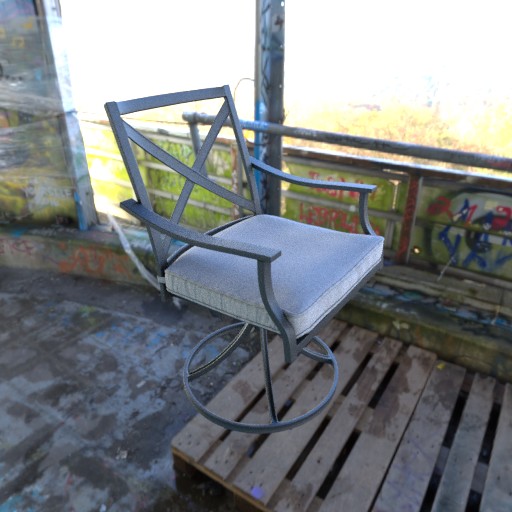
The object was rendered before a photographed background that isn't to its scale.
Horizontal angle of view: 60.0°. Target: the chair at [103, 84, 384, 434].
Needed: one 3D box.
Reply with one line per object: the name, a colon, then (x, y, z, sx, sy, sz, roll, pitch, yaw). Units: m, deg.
chair: (0.000, 0.000, 1.328, 0.620, 0.889, 0.575, 18, 32, 31)
